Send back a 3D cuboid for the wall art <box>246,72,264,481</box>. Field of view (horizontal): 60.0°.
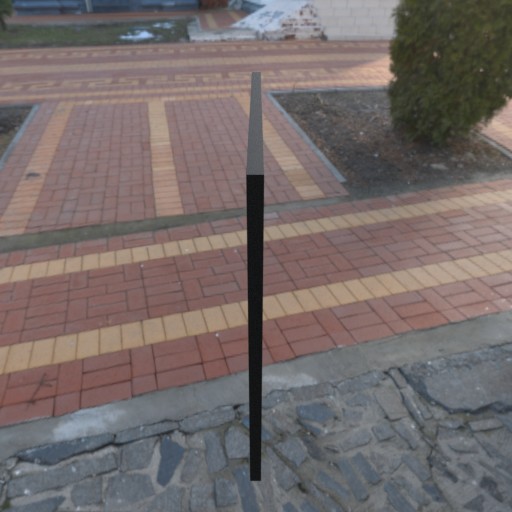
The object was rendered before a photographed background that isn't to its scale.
[{"bbox_3d":[0.000,0.000,0.540,0.012,0.357,0.358,0,33,0],"label":"wall art"}]
